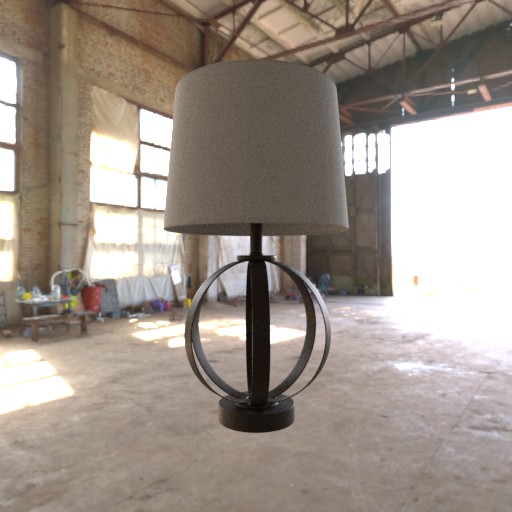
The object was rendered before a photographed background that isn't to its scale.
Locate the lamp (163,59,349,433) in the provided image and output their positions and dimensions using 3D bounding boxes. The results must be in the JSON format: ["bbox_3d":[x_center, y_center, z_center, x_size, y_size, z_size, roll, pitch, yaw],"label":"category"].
[{"bbox_3d":[0.000,0.000,0.699,0.286,0.510,0.286,0,-1,0],"label":"lamp"}]
